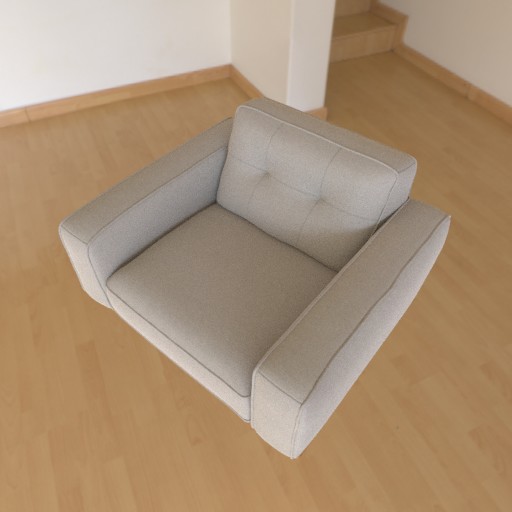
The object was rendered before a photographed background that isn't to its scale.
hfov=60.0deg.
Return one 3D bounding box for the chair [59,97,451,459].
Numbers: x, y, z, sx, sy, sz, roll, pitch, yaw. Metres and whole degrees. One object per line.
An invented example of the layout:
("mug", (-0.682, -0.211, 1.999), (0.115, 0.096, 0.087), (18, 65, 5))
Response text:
("chair", (0.000, 0.000, 1.711), (1.115, 0.779, 0.953), (31, 55, 25))
